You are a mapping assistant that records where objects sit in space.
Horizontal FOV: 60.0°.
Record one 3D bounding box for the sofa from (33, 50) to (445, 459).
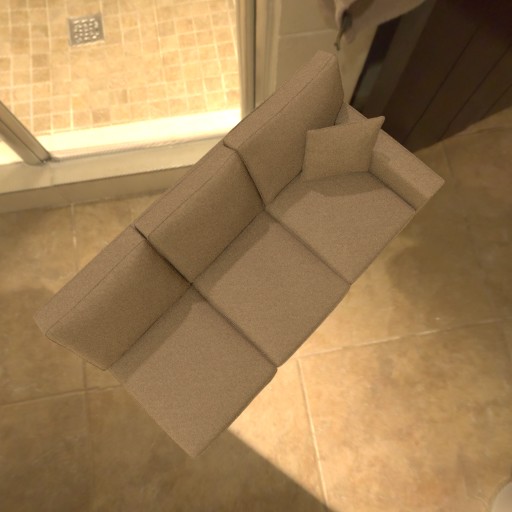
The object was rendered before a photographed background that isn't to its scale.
[{"bbox_3d":[0.000,0.000,2.455,1.034,0.946,1.963,42,79,10],"label":"sofa"}]
